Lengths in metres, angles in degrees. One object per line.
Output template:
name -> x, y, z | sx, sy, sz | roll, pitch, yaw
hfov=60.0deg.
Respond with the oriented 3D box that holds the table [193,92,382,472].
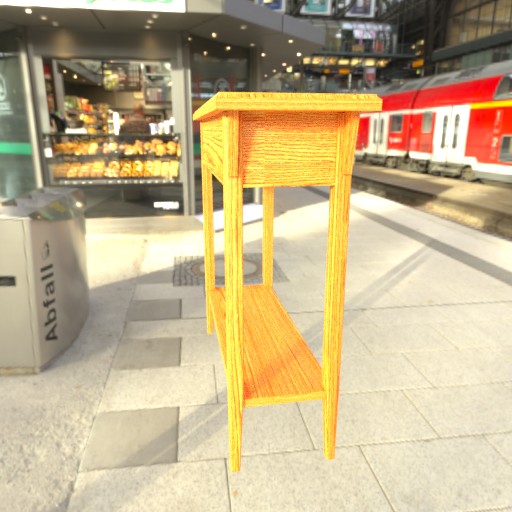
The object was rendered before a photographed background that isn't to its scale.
table -> 0.000, 0.000, 1.108 | 0.254, 0.711, 0.762 | -3, 16, -10
